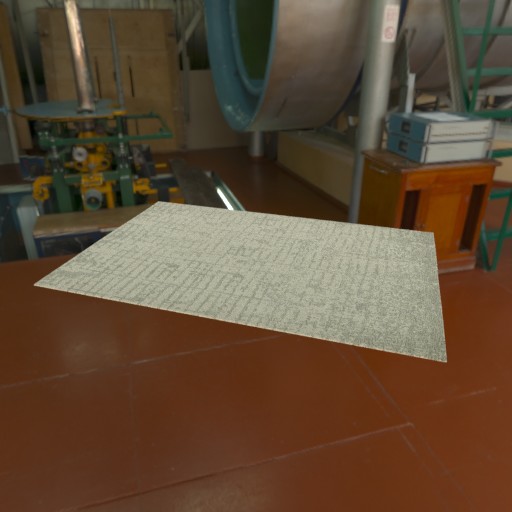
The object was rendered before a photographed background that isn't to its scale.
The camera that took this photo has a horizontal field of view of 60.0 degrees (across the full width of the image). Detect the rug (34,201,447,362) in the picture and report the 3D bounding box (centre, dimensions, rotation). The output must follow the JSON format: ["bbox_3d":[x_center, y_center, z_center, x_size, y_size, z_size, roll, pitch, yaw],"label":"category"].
[{"bbox_3d":[0.000,0.000,2.357,1.827,0.007,1.211,8,28,16],"label":"rug"}]
